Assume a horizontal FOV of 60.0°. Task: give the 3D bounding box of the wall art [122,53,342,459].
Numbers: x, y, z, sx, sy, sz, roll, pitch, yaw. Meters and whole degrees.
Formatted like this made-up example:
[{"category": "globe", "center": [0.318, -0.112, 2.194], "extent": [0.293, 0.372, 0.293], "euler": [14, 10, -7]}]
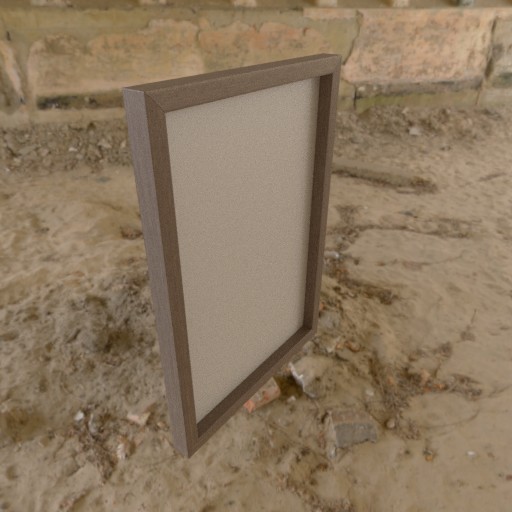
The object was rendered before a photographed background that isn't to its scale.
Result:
[{"category": "wall art", "center": [0.000, 0.000, 0.646], "extent": [0.032, 0.510, 0.358], "euler": [22, 37, 32]}]
